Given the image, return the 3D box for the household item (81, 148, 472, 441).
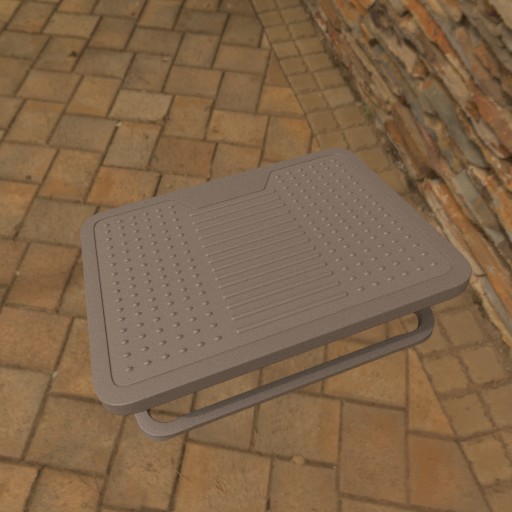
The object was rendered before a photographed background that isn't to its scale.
[{"bbox_3d":[0.000,0.000,0.528,0.390,0.126,0.301,-18,61,-10],"label":"household item"}]
